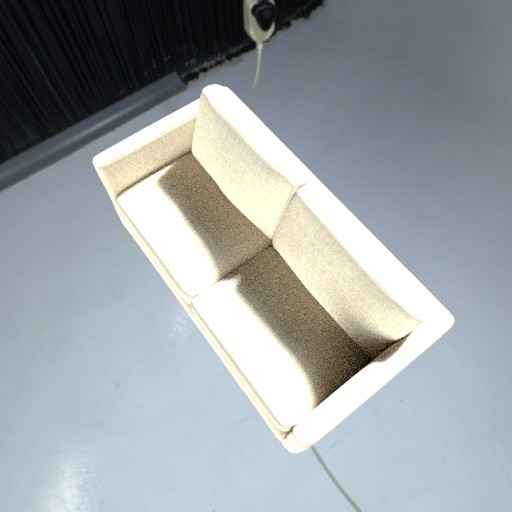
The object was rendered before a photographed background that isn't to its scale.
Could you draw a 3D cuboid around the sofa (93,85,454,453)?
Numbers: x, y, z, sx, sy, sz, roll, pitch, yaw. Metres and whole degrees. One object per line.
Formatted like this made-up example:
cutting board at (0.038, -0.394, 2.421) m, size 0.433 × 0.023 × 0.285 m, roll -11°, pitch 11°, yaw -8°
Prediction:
sofa at (0.000, 0.000, 2.494) m, size 0.950 × 0.963 × 1.884 m, roll -34°, pitch 69°, yaw -15°
